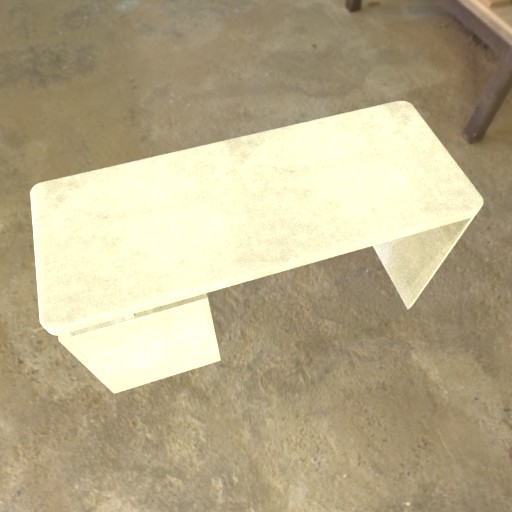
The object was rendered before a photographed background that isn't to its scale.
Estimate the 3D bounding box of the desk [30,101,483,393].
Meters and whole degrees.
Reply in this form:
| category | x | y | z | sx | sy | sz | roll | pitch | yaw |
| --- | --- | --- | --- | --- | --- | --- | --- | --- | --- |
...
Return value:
| category | x | y | z | sx | sy | sz | roll | pitch | yaw |
| --- | --- | --- | --- | --- | --- | --- | --- | --- | --- |
| desk | 0.000 | 0.000 | 1.764 | 1.400 | 0.755 | 0.550 | -15 | 60 | -9 |
